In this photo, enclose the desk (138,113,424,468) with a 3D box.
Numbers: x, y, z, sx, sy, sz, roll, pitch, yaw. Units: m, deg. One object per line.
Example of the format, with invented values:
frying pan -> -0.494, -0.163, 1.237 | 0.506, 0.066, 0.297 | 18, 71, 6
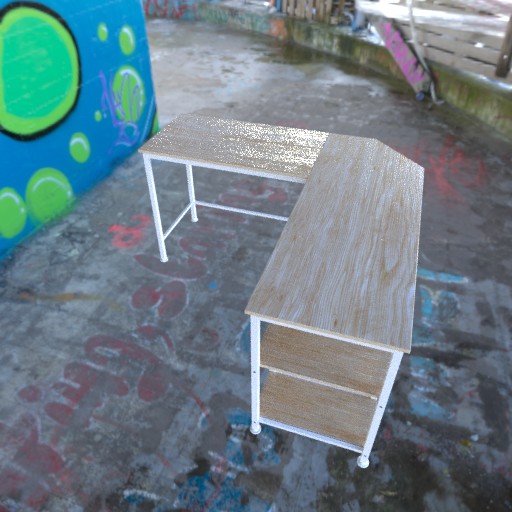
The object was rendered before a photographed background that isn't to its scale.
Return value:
desk -> 0.000, 0.000, 2.167 | 1.379, 0.739, 1.379 | 12, 41, 14
